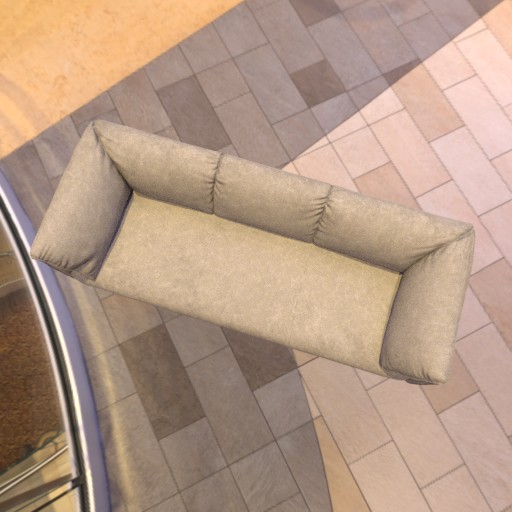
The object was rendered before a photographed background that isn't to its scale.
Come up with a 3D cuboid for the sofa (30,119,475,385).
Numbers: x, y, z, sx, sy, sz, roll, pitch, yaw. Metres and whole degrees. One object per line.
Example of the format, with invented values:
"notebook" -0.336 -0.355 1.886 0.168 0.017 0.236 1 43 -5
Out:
"sofa" 0.000 0.000 2.631 2.238 0.758 0.899 16 76 4
